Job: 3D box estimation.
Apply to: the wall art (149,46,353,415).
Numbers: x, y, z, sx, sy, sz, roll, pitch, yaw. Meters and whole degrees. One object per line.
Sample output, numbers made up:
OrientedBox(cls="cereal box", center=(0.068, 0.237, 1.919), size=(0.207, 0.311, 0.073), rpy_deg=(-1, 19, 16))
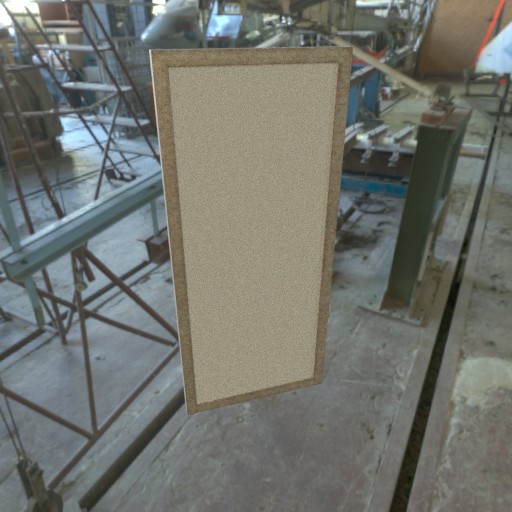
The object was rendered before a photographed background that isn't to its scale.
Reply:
OrientedBox(cls="wall art", center=(0.000, 0.000, 1.718), size=(0.648, 1.461, 0.051), rpy_deg=(-8, 29, -15))
